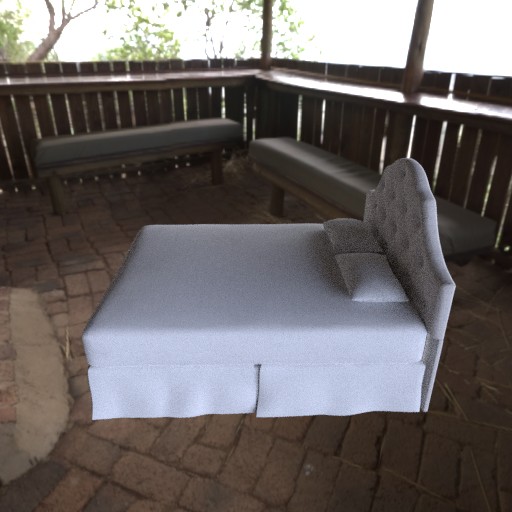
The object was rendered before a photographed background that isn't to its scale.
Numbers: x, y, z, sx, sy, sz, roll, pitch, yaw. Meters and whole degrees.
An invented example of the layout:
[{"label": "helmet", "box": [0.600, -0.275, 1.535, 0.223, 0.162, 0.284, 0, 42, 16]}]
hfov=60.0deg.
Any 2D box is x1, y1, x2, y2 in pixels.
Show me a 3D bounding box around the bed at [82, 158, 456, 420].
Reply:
[{"label": "bed", "box": [0.000, 0.000, 3.750, 2.477, 1.617, 2.039, 0, 26, -1]}]
